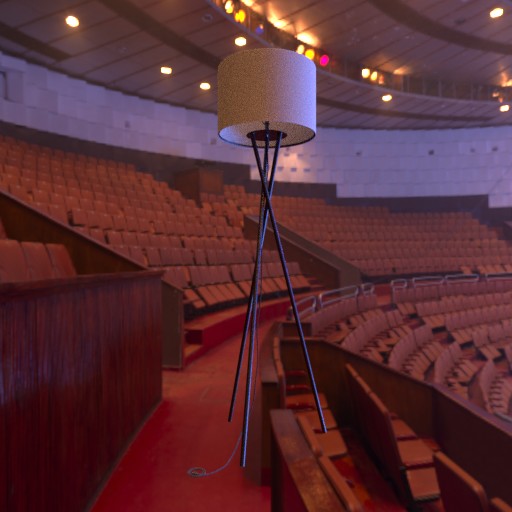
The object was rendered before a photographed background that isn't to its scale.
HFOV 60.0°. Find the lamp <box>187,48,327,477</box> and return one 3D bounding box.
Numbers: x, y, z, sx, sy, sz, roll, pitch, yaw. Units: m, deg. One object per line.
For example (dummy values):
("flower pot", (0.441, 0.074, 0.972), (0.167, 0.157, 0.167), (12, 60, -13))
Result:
("lamp", (0.000, 0.000, 1.956), (0.667, 1.624, 0.522), (0, -1, -17))
